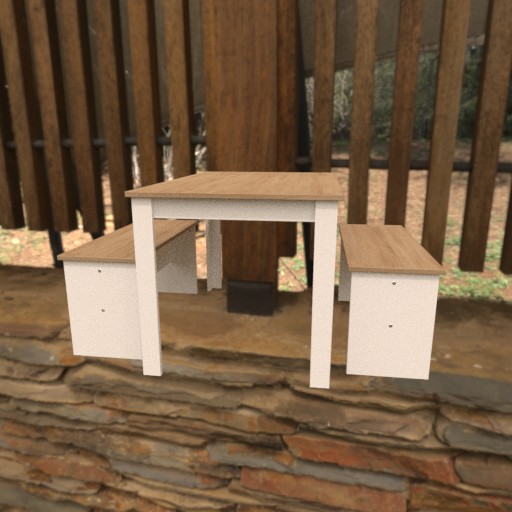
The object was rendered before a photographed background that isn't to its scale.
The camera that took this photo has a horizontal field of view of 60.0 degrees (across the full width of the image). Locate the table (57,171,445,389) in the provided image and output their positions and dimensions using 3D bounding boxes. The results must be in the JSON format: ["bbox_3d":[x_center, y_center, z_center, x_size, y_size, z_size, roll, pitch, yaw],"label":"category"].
[{"bbox_3d":[0.000,0.000,2.062,1.443,0.700,1.100,2,14,8],"label":"table"}]
